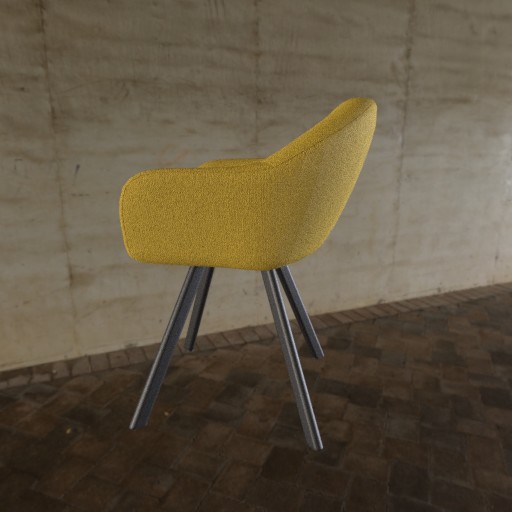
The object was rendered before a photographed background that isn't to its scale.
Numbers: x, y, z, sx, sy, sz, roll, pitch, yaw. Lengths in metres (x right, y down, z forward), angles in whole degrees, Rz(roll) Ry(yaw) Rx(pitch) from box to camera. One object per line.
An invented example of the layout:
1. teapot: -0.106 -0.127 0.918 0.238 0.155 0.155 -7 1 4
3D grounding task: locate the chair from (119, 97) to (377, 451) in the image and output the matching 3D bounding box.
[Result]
1. chair: 0.000 0.000 1.160 0.565 0.775 0.545 2 14 8
